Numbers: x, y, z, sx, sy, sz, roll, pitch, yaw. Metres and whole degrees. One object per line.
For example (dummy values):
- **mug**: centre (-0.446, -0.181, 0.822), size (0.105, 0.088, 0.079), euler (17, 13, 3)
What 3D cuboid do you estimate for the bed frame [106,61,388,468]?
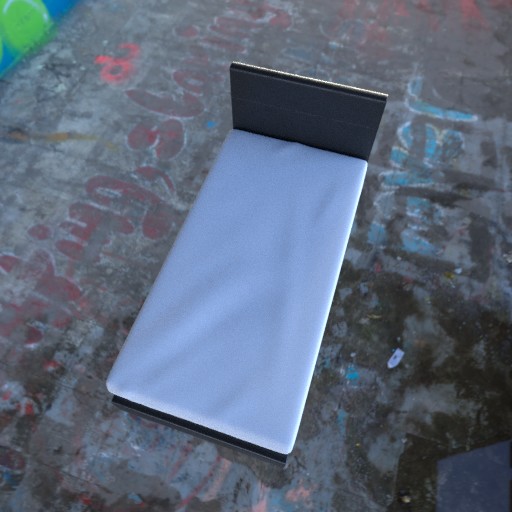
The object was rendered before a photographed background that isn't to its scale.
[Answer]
- **bed frame**: centre (0.000, 0.000, 2.585), size (1.038, 1.046, 2.152), euler (16, 61, 9)
